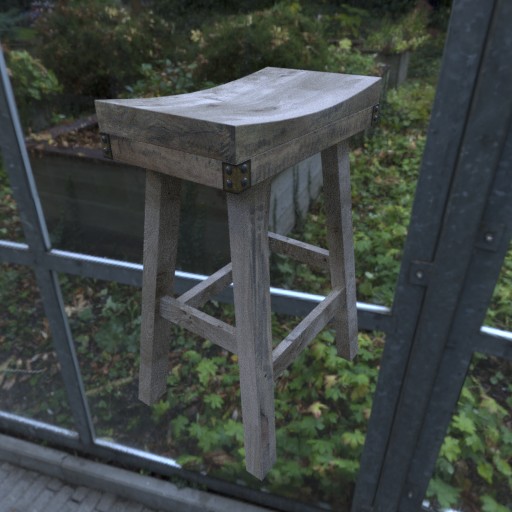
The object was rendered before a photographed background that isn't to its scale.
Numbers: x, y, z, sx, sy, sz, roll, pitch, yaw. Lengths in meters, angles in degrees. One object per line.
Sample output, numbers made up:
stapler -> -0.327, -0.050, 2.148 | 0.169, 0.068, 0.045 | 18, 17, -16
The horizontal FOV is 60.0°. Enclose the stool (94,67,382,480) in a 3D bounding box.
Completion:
stool -> 0.000, 0.000, 0.881 | 0.330, 0.635, 0.450 | 20, 35, 30
